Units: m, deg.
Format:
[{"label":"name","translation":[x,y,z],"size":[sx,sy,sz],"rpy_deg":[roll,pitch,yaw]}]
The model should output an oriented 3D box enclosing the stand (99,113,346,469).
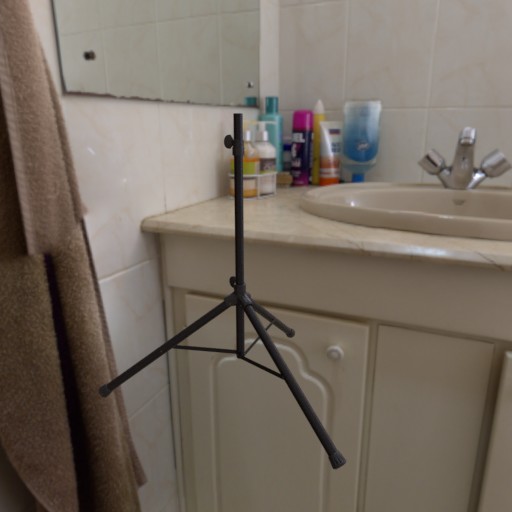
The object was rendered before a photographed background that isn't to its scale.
[{"label":"stand","translation":[0.000,0.000,1.868],"size":[1.045,1.136,0.907],"rpy_deg":[8,18,25]}]
